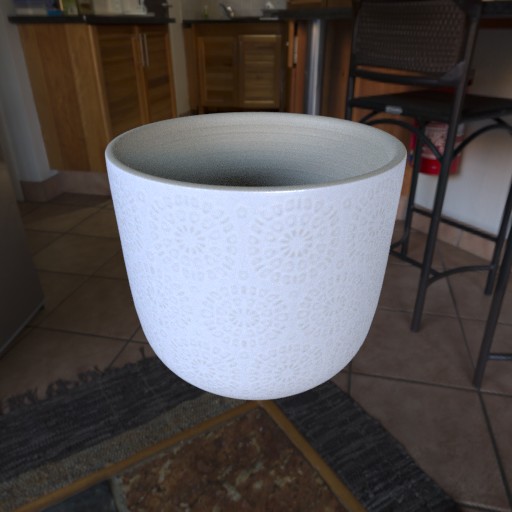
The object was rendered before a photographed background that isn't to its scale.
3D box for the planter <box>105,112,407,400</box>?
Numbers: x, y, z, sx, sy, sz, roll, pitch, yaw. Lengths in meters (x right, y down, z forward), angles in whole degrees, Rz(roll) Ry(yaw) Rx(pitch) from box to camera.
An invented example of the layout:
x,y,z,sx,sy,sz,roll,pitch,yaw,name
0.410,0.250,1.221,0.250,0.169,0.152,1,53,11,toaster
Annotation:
x,y,z,sx,sy,sz,roll,pitch,yaw,name
0.000,0.000,0.363,0.208,0.190,0.208,0,29,0,planter
